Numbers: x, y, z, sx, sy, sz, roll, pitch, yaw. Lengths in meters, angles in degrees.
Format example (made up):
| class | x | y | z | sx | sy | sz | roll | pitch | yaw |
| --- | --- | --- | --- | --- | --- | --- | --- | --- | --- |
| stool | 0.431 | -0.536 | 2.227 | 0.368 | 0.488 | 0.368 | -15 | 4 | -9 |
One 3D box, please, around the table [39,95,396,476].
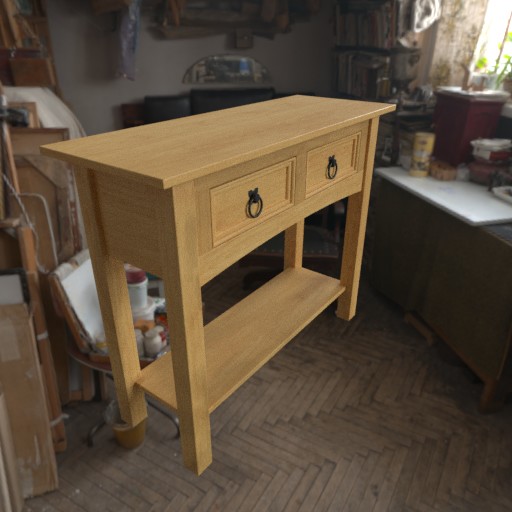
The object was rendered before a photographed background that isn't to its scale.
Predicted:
| class | x | y | z | sx | sy | sz | roll | pitch | yaw |
| --- | --- | --- | --- | --- | --- | --- | --- | --- | --- |
| table | 0.000 | 0.000 | 1.224 | 0.340 | 0.728 | 0.900 | 19 | 33 | 32 |
